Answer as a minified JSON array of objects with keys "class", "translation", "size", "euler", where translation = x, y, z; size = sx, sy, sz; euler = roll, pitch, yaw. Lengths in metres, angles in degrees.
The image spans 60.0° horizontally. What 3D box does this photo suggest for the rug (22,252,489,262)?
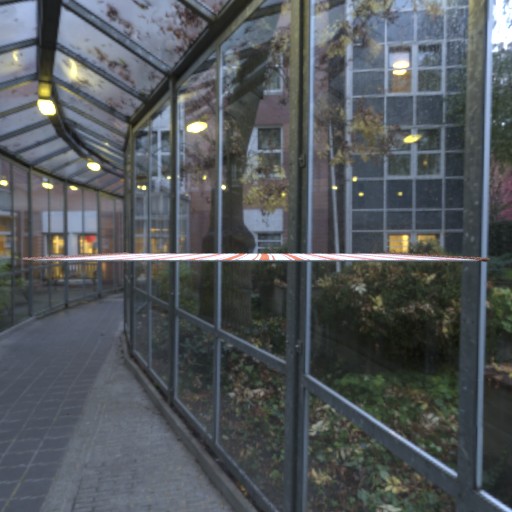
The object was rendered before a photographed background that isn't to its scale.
[{"class":"rug","translation":[0.000,0.000,4.399],"size":[3.369,0.035,2.451],"euler":[0,1,1]}]
